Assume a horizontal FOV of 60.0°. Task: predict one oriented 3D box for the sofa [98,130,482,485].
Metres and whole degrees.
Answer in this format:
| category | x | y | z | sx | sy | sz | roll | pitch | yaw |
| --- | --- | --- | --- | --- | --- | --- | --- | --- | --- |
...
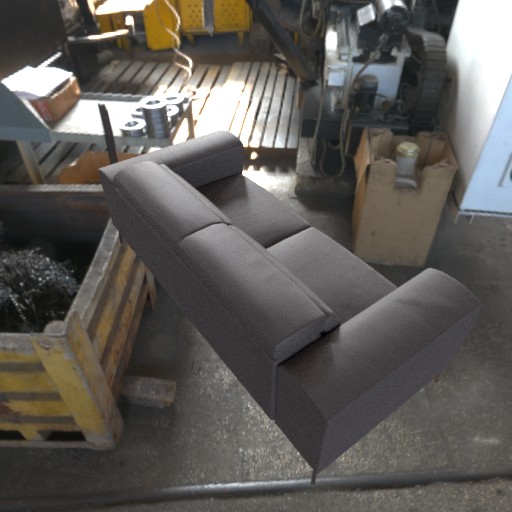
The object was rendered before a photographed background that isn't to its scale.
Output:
| category | x | y | z | sx | sy | sz | roll | pitch | yaw |
| --- | --- | --- | --- | --- | --- | --- | --- | --- | --- |
| sofa | 0.000 | 0.000 | 2.755 | 1.048 | 0.814 | 2.330 | -26 | 48 | -26 |
